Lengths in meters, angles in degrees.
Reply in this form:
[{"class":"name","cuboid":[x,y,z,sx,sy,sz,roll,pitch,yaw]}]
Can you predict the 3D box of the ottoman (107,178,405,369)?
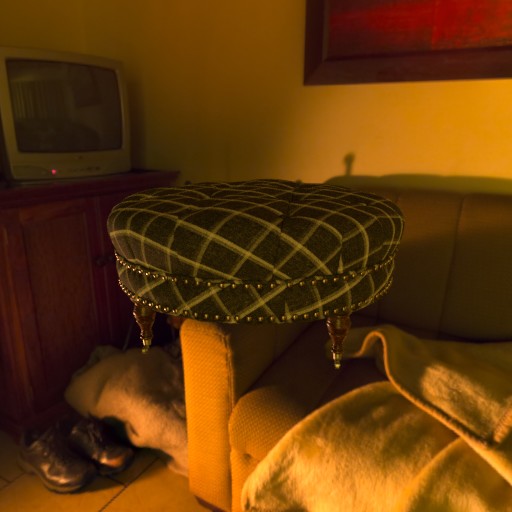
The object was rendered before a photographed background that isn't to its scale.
[{"class":"ottoman","cuboid":[0.000,0.000,1.423,0.901,0.439,0.901,0,16,0]}]
